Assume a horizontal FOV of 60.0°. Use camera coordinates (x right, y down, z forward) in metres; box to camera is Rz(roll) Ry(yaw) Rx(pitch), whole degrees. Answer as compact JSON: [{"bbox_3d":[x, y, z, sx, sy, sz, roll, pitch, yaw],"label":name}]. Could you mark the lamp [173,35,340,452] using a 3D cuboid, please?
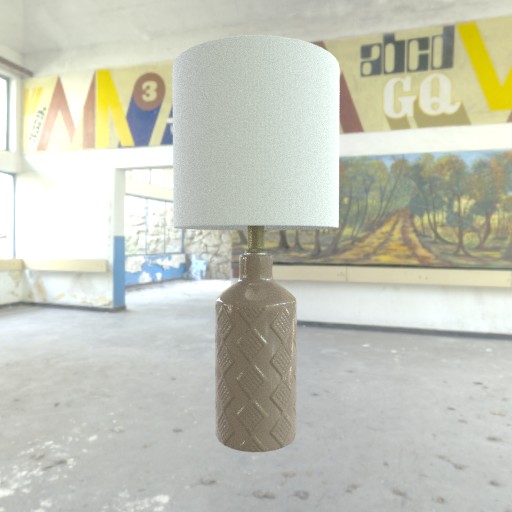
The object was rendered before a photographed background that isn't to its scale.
[{"bbox_3d":[0.000,0.000,0.565,0.207,0.461,0.207,1,2,19],"label":"lamp"}]
